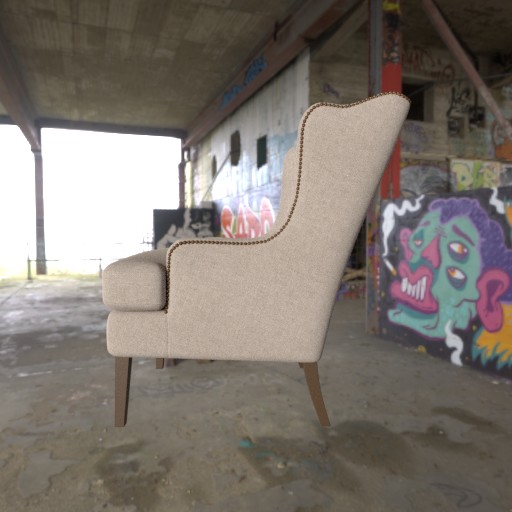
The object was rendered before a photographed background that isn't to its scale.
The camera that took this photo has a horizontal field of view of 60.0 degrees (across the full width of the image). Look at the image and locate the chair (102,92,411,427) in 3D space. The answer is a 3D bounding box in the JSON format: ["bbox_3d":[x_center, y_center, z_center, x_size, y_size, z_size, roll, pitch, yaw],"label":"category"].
[{"bbox_3d":[0.000,0.000,1.661,0.940,1.029,0.737,0,3,-1],"label":"chair"}]
